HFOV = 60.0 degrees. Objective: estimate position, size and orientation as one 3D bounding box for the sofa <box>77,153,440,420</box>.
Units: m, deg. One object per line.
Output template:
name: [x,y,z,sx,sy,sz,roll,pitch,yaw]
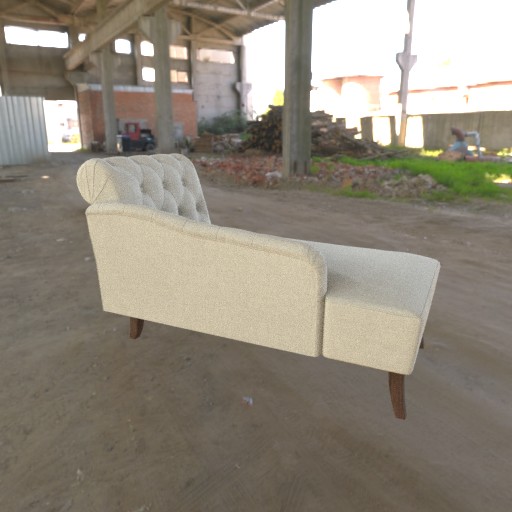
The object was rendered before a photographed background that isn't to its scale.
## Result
sofa: [0.000,0.000,1.827,1.379,0.787,0.675,7,17,25]
